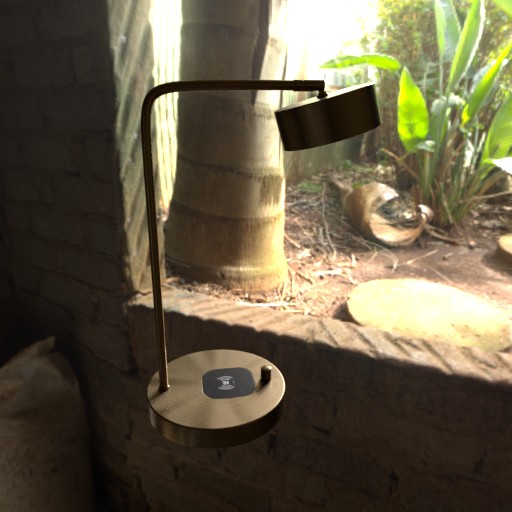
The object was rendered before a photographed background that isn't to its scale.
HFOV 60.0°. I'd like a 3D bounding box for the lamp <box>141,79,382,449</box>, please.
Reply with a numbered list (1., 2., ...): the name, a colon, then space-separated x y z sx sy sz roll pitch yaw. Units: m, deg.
1. lamp: 0.000 0.000 0.510 0.270 0.380 0.171 -3 18 -9
